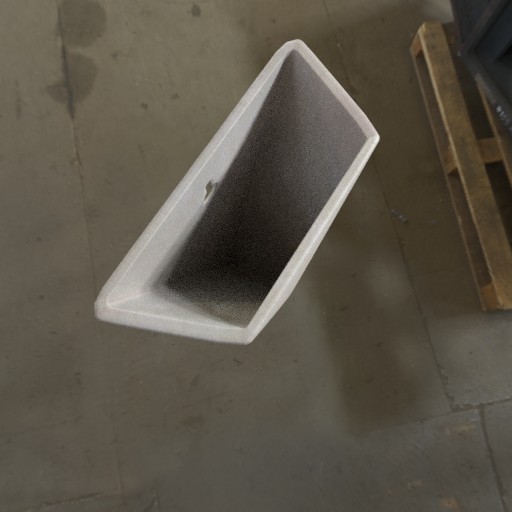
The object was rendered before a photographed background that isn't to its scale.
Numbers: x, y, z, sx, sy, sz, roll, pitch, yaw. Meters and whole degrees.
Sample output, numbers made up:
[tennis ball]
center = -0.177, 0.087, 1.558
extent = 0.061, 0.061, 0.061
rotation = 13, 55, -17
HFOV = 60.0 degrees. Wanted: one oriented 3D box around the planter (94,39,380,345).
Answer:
[planter]
center = 0.000, 0.000, 0.276
extent = 0.060, 0.197, 0.150
rotation = 32, 78, 8
